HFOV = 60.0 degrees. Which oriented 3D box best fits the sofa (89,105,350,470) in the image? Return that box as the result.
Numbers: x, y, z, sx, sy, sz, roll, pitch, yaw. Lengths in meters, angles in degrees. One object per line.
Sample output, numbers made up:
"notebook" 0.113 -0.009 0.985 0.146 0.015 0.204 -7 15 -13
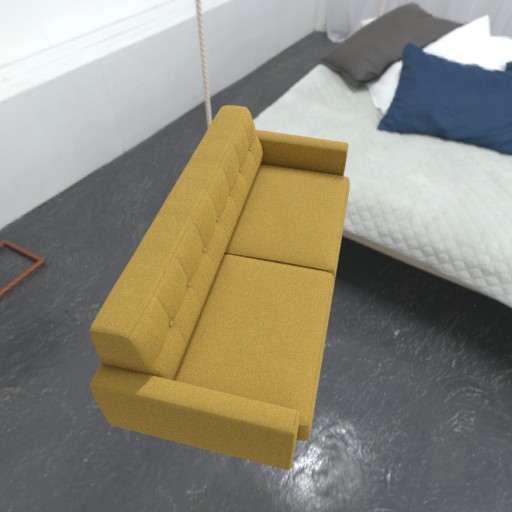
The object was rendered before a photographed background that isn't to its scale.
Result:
"sofa" 0.000 0.000 2.493 0.909 0.841 2.029 10 48 9
